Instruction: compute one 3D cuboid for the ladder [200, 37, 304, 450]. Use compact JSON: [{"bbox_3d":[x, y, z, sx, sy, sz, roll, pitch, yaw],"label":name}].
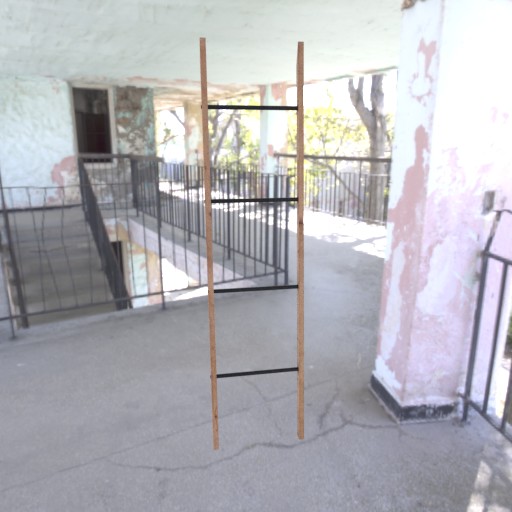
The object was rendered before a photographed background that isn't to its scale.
[{"bbox_3d":[0.000,0.000,1.980,0.442,1.805,0.200,-3,14,-10],"label":"ladder"}]
